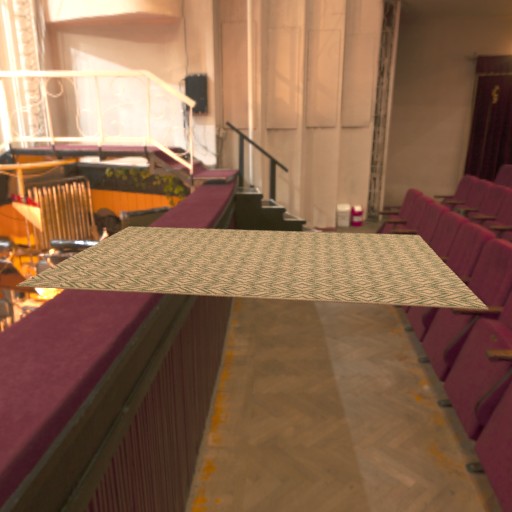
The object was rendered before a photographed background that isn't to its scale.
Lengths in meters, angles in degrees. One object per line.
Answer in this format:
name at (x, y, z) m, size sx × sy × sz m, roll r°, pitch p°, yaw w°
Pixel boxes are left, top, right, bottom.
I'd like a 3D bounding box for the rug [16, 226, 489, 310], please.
rug at (0.000, 0.000, 2.979) m, size 2.435 × 0.011 × 1.517 m, roll 2°, pitch 16°, yaw 7°
